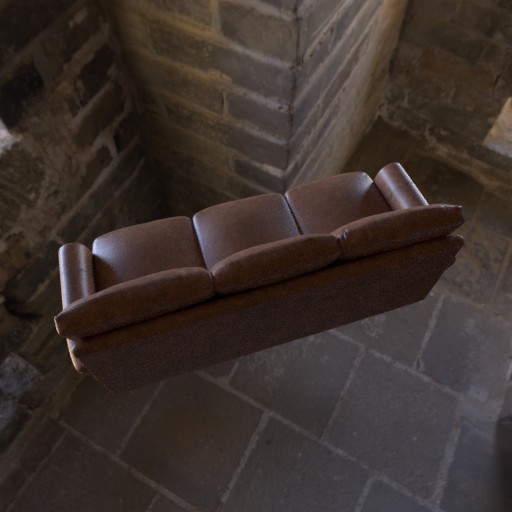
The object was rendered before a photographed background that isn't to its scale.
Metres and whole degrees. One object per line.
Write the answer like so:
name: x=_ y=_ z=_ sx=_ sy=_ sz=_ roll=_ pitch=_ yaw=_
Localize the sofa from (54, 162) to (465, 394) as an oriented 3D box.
sofa: x=0.000 y=0.000 z=2.818 sx=2.351 sy=0.977 sz=0.973 roll=-15 pitch=59 yaw=-9
